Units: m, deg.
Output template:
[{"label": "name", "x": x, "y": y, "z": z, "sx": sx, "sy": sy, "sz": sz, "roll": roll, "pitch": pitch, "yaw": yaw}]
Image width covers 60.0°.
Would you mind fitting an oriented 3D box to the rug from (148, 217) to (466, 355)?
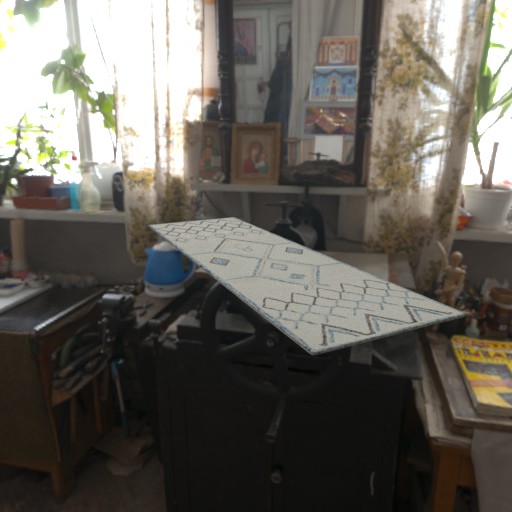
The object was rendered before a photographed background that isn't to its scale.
[{"label": "rug", "x": 0.000, "y": 0.000, "z": 2.748, "sx": 0.770, "sy": 0.013, "sz": 2.434, "roll": -8, "pitch": 17, "yaw": -25}]
